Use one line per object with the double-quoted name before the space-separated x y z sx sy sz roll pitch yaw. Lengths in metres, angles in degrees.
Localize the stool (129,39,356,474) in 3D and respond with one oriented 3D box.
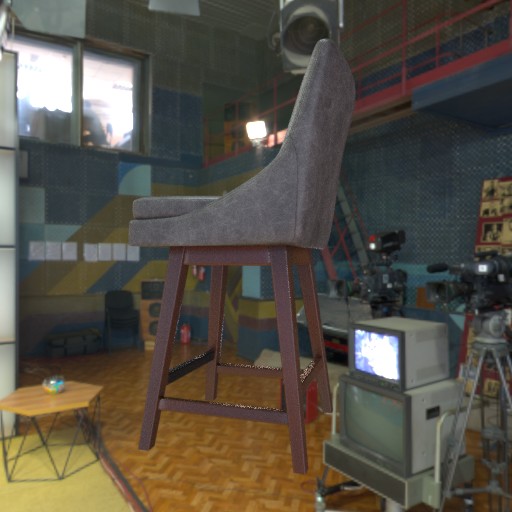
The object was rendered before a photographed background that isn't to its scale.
"stool" 0.000 0.000 1.347 0.587 1.046 0.492 0 0 18
